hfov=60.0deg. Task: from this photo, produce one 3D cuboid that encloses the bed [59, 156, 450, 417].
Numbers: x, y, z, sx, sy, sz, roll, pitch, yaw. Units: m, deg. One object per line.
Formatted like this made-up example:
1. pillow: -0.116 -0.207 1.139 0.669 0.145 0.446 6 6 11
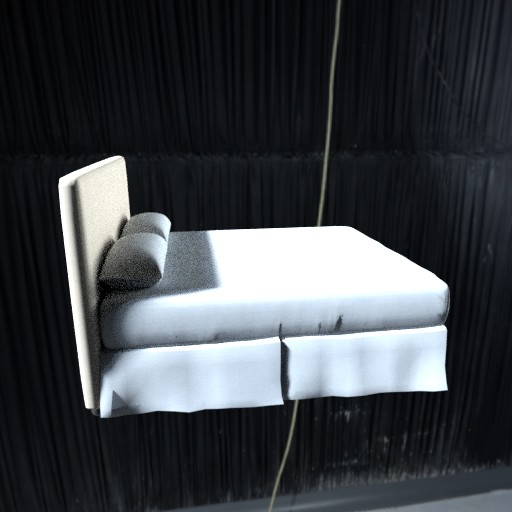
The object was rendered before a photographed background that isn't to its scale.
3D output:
1. bed: 0.000 0.000 3.157 2.142 1.330 1.748 -2 16 -9
